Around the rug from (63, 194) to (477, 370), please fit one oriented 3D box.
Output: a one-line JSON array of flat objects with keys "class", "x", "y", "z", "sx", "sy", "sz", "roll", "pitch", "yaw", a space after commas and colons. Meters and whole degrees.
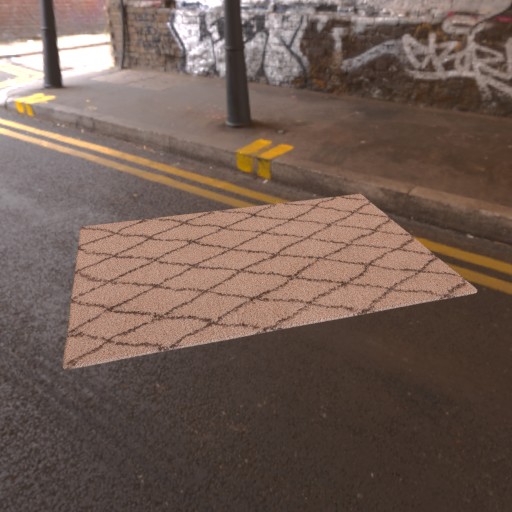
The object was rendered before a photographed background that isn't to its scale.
[{"class": "rug", "x": 0.000, "y": 0.000, "z": 3.523, "sx": 2.743, "sy": 0.030, "sz": 1.778, "roll": -8, "pitch": 32, "yaw": -13}]
